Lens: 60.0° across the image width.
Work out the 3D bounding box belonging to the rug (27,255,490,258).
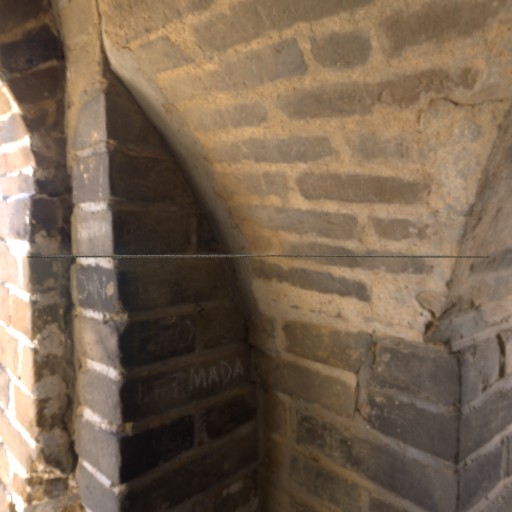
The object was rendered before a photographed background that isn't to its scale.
[{"bbox_3d":[0.000,0.000,2.558,2.340,0.013,0.686,0,1,2],"label":"rug"}]
